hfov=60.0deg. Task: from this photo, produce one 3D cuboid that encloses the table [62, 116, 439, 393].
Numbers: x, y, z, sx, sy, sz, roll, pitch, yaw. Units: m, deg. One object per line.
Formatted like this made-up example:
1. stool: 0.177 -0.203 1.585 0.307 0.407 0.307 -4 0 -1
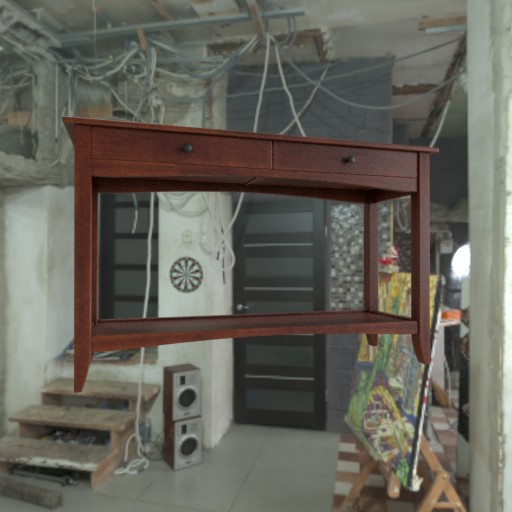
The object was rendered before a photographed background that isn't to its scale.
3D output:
1. table: 0.000 0.000 1.527 1.188 0.739 0.392 0 0 -17
